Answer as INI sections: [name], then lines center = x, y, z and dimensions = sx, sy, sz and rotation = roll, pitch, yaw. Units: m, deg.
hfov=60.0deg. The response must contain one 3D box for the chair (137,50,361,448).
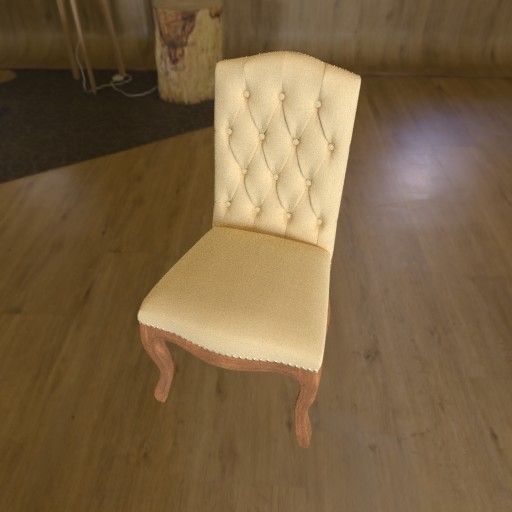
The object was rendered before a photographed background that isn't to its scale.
[chair]
center = 0.000, 0.000, 1.540
dimensions = 0.623, 1.165, 0.715
rotation = 13, 43, 14
